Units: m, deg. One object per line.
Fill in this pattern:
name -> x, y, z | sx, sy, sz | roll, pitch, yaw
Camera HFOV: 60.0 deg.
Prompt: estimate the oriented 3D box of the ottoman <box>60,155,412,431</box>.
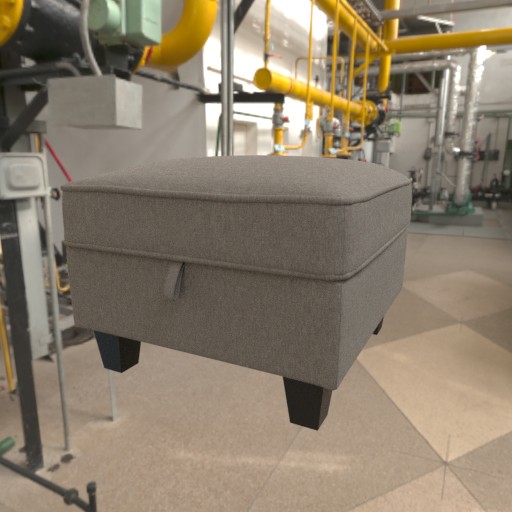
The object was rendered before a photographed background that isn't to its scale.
ottoman -> 0.000, 0.000, 1.380 | 0.808, 0.612, 0.871 | 7, 15, 26
